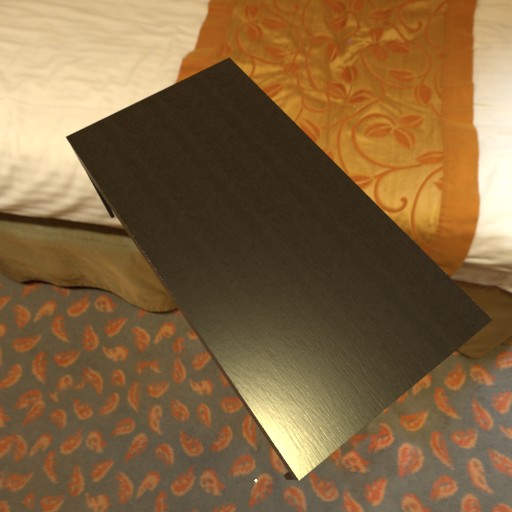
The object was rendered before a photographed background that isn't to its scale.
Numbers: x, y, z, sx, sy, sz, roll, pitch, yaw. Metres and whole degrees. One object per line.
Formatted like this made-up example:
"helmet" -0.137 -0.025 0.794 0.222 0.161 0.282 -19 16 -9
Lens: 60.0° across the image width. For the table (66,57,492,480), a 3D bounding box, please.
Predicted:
"table" 0.000 0.000 1.353 0.574 0.435 1.095 -33 68 -15
